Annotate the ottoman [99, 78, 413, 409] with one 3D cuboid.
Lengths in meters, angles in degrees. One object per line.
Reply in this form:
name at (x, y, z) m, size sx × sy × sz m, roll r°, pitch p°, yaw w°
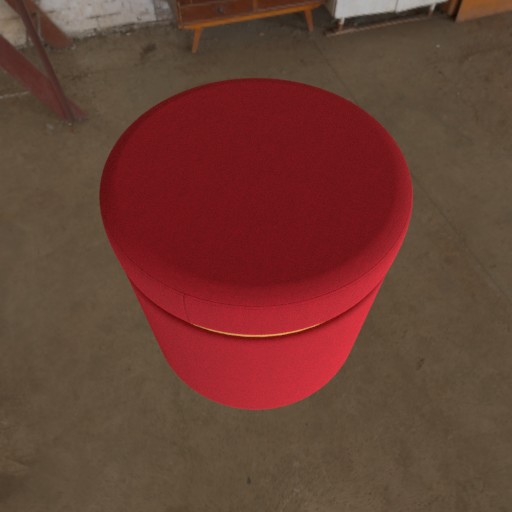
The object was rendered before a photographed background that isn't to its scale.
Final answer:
ottoman at (0.000, 0.000, 0.727) m, size 0.400 × 0.406 × 0.400 m, roll 0°, pitch 56°, yaw 0°
